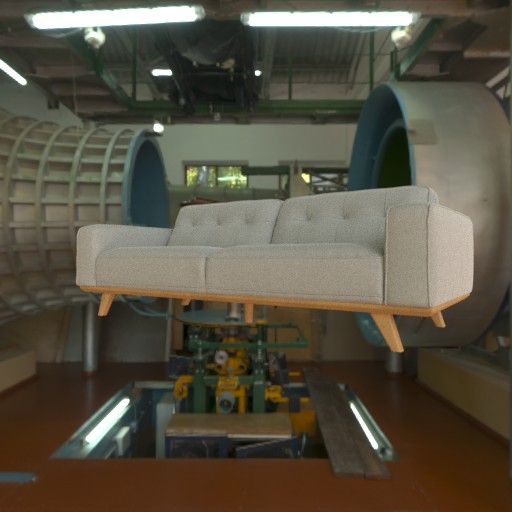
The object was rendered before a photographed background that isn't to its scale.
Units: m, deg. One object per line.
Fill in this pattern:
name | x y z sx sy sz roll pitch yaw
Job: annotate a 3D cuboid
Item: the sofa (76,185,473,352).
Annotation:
sofa | 0.000 0.000 2.665 2.270 0.781 0.956 0 0 35
